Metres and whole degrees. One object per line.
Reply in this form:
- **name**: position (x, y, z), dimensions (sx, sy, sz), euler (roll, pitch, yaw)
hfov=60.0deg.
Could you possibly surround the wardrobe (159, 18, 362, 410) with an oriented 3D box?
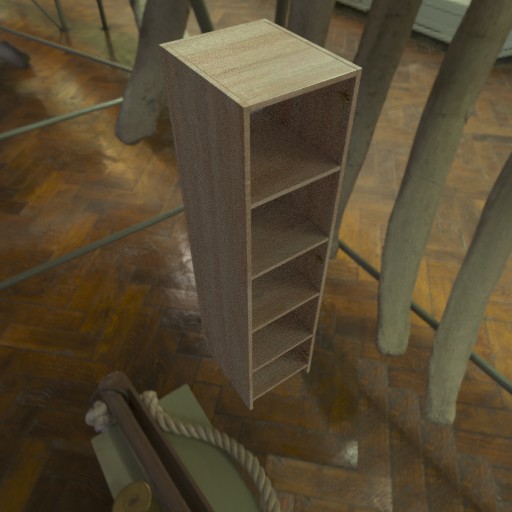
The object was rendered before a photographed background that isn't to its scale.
- **wardrobe**: position (0.000, 0.000, 2.381), dimensions (0.496, 2.117, 0.588), euler (-26, 52, -23)
